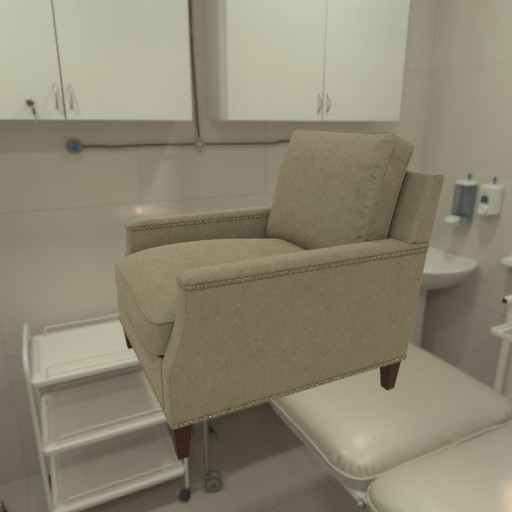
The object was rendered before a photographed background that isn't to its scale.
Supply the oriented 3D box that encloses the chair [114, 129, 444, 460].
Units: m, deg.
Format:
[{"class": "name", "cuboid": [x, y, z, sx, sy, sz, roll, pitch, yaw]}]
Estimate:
[{"class": "chair", "cuboid": [0.000, 0.000, 1.730, 1.014, 0.943, 0.853, -8, 19, -25]}]
